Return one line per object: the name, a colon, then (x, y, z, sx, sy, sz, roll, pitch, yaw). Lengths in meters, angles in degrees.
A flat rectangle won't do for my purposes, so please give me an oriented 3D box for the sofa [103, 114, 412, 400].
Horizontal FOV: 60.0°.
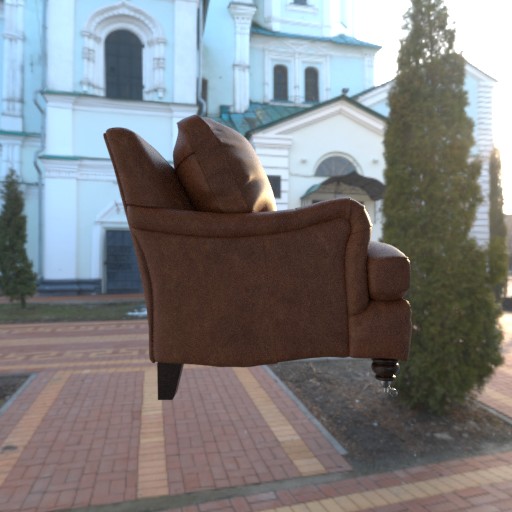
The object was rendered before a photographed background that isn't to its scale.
sofa: (0.000, 0.000, 2.215, 1.077, 1.004, 1.527, 0, -1, -1)
